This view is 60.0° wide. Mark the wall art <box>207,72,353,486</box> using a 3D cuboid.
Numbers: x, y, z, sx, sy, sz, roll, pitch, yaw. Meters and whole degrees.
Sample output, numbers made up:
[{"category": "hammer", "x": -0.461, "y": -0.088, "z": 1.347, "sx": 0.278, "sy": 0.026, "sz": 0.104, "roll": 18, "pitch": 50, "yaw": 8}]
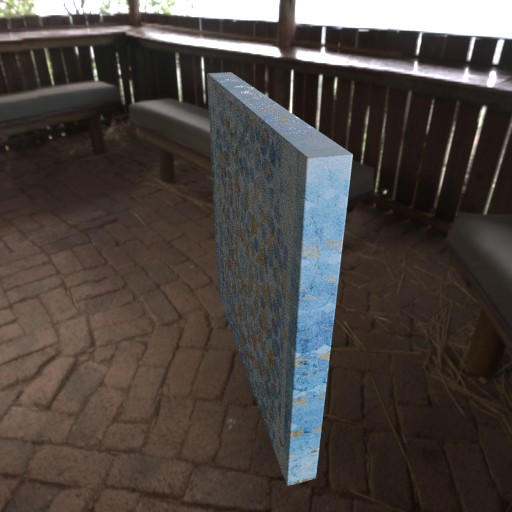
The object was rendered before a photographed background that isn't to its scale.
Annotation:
[{"category": "wall art", "x": 0.000, "y": 0.000, "z": 0.599, "sx": 0.037, "sy": 0.405, "sz": 0.405, "roll": -8, "pitch": 32, "yaw": -13}]
